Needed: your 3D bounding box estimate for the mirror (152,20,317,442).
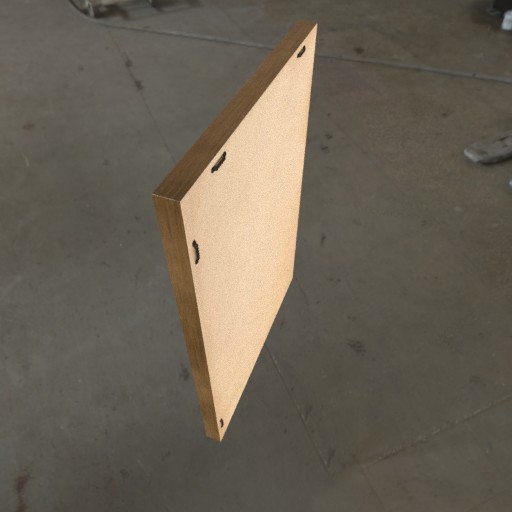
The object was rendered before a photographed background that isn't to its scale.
[{"bbox_3d":[0.000,0.000,0.888,0.040,0.710,0.507,16,50,14],"label":"mirror"}]
